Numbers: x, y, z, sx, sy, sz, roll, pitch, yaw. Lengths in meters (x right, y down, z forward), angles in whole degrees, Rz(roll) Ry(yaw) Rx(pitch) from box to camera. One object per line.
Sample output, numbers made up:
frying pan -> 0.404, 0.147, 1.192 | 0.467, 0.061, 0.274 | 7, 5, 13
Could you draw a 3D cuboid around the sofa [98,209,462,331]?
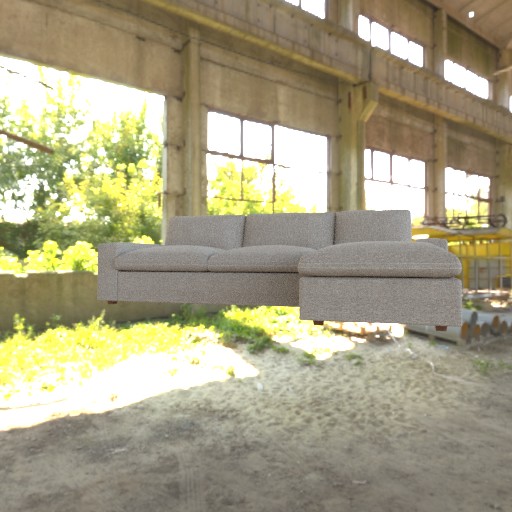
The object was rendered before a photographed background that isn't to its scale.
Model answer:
sofa -> 0.000, 0.000, 3.434 | 2.718, 0.813, 1.689 | 0, -1, 18
